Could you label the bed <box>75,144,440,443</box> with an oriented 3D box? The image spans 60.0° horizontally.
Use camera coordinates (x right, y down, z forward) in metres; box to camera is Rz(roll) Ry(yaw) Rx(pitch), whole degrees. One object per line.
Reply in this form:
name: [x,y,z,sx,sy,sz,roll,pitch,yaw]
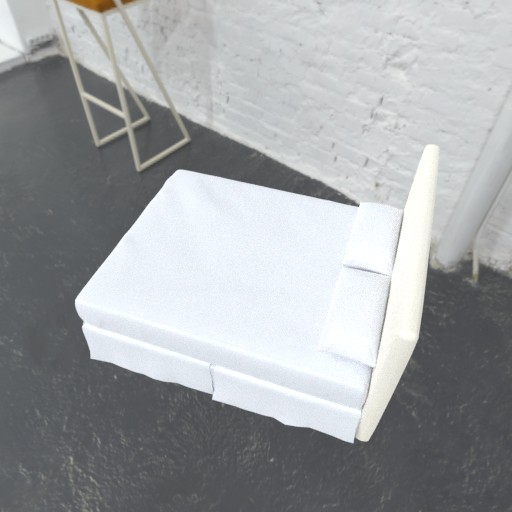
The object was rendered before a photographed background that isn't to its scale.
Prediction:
bed: [0.000,0.000,3.213,2.142,1.330,1.713,14,48,13]
